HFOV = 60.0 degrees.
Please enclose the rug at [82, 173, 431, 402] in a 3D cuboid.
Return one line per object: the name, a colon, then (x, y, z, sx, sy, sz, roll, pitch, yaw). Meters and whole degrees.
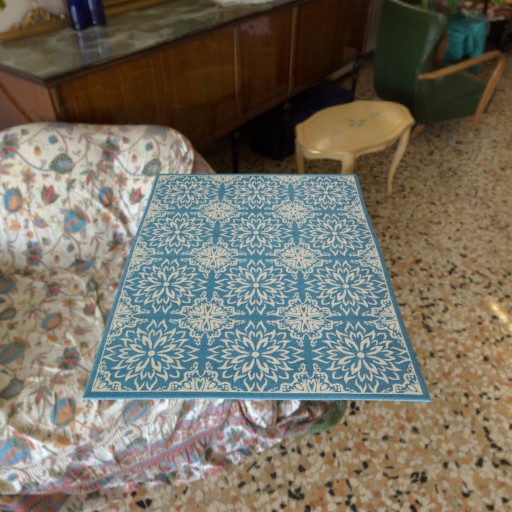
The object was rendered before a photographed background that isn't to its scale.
rug: (0.000, 0.000, 4.080, 2.350, 0.018, 2.964, 0, 41, 0)
